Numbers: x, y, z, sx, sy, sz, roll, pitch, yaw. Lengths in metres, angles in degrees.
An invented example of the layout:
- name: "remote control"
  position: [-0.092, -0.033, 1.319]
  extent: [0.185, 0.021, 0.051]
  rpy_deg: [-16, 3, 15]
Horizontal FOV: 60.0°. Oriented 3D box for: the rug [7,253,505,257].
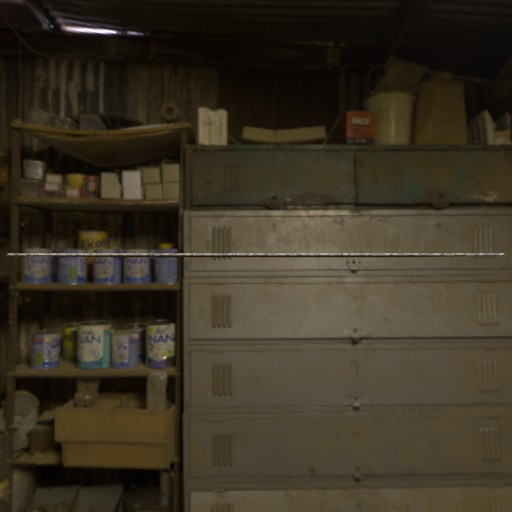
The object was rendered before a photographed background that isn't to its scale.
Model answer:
- name: "rug"
  position: [0.000, 0.000, 2.233]
  extent: [1.824, 0.008, 1.220]
  rpy_deg: [0, 0, 0]
